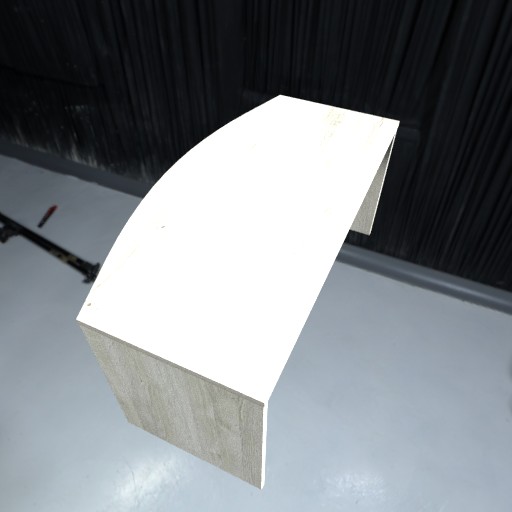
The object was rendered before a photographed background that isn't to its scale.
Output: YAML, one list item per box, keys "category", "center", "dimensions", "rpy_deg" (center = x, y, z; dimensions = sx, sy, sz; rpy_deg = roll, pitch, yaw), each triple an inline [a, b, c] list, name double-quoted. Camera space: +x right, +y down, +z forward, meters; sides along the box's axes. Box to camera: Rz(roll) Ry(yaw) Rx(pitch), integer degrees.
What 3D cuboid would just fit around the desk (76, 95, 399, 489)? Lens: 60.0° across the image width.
- category: "desk"
  center: [0.000, 0.000, 2.062]
  dimensions: [0.802, 0.752, 1.600]
  rpy_deg: [19, 49, 17]
